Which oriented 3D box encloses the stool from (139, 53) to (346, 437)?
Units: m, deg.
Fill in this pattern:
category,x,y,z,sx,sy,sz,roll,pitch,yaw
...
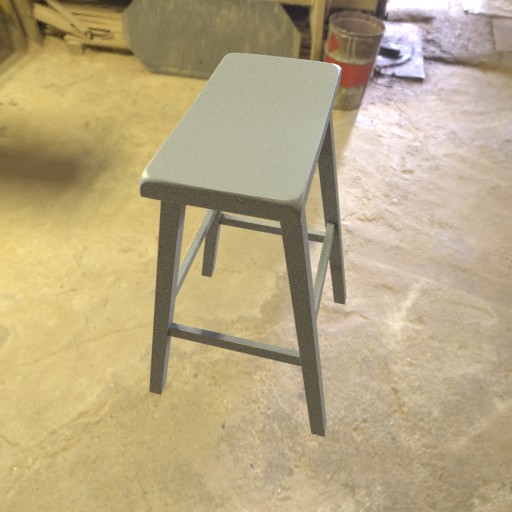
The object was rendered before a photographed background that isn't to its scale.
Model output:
category,x,y,z,sx,sy,sz,roll,pitch,yaw
stool,0.000,0.000,1.033,0.476,0.737,0.457,11,48,10
